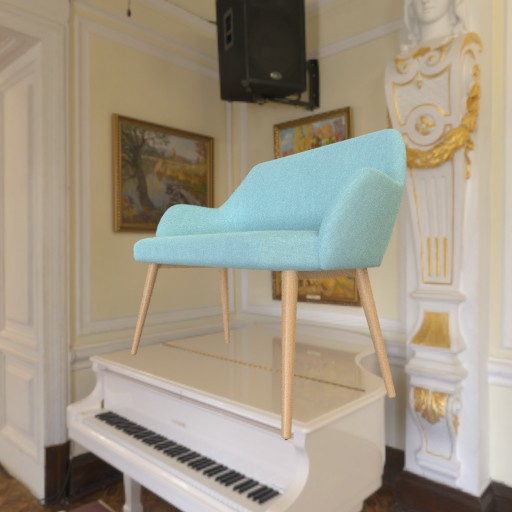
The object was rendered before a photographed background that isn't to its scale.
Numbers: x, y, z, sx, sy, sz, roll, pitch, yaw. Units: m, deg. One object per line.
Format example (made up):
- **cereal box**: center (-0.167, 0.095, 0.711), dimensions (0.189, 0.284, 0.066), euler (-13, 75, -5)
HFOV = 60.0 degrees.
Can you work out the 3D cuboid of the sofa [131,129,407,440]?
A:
- **sofa**: center (0.000, 0.000, 1.598), dimensions (0.610, 0.840, 1.150), euler (-1, 1, -35)
